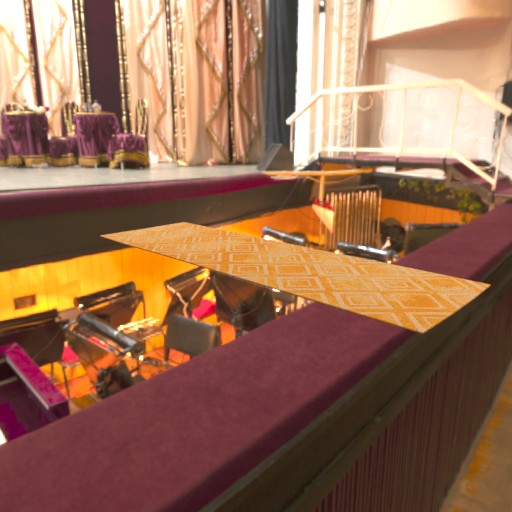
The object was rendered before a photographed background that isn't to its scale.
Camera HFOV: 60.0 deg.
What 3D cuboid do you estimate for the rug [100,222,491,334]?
[{"bbox_3d":[0.000,0.000,2.694,2.438,0.010,0.775,14,20,42],"label":"rug"}]
